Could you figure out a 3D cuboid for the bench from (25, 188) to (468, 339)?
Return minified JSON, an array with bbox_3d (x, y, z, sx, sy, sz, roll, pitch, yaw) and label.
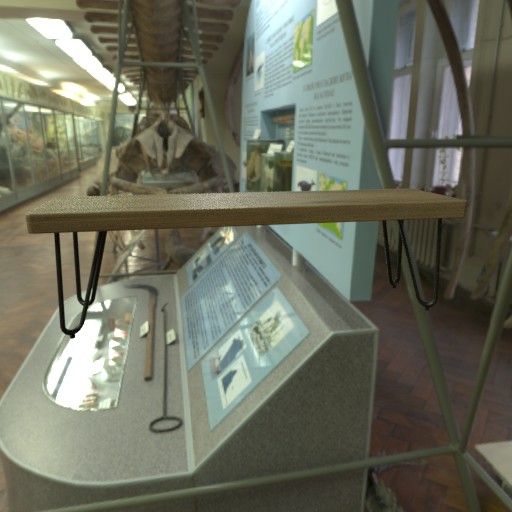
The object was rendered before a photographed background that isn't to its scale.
[{"bbox_3d":[0.000,0.000,1.792,1.570,0.462,0.425,-3,15,-11],"label":"bench"}]
